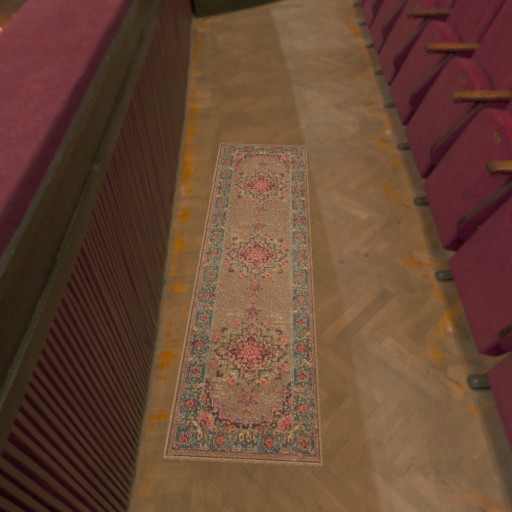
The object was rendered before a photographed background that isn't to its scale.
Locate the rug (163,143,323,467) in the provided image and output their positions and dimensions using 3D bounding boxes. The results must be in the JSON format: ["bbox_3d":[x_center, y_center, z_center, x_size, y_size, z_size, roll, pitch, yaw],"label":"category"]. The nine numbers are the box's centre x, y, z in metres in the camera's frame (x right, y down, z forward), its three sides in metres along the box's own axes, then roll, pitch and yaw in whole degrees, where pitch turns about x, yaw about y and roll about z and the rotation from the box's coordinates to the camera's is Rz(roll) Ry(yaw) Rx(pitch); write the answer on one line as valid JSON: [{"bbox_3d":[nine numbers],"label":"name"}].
[{"bbox_3d":[0.000,0.000,2.581,0.659,0.019,2.297,2,47,2],"label":"rug"}]
